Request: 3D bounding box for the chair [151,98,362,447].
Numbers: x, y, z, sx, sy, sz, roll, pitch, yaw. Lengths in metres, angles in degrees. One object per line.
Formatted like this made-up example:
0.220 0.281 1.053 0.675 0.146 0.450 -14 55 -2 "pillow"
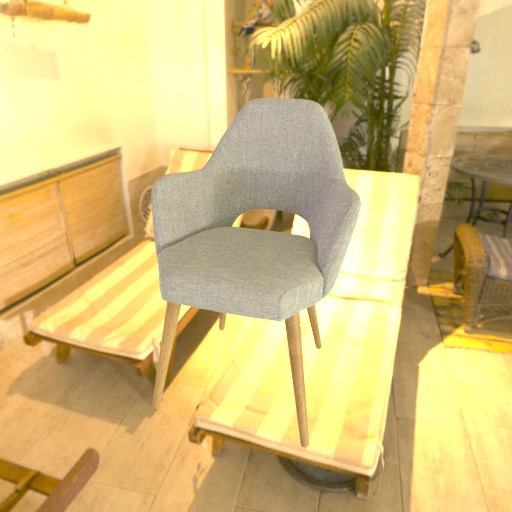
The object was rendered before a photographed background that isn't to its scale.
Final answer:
0.000 0.000 1.330 0.590 0.840 0.610 8 27 16 "chair"
